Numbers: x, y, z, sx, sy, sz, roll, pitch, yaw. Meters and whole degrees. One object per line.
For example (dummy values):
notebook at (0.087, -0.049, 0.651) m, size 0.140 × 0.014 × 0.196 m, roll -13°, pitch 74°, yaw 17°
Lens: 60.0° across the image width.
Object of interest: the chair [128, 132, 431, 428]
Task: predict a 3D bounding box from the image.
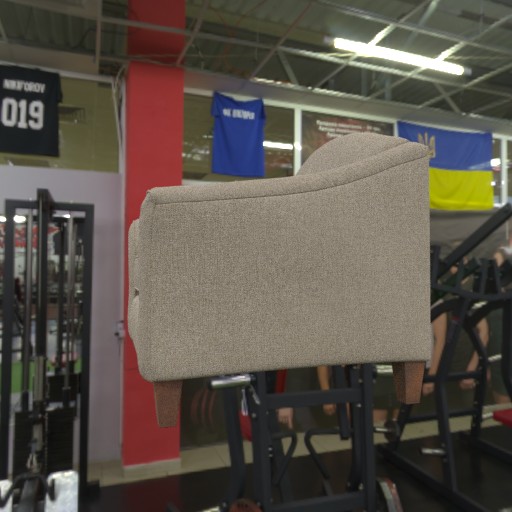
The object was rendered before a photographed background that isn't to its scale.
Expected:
chair at (0.000, 0.000, 1.458) m, size 0.787 × 0.839 × 0.763 m, roll 0°, pitch -2°, yaw -18°
